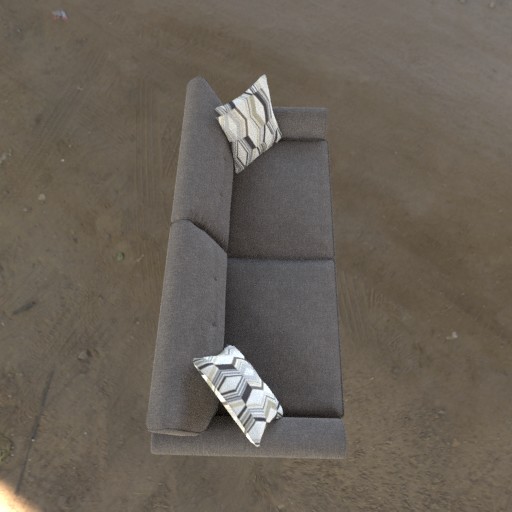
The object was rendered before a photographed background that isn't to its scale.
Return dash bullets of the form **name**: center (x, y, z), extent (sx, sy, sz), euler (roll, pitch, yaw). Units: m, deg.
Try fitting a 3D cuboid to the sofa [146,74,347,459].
- **sofa**: center (0.000, 0.000, 2.460), extent (0.889, 0.813, 2.032), euler (1, 65, 1)
